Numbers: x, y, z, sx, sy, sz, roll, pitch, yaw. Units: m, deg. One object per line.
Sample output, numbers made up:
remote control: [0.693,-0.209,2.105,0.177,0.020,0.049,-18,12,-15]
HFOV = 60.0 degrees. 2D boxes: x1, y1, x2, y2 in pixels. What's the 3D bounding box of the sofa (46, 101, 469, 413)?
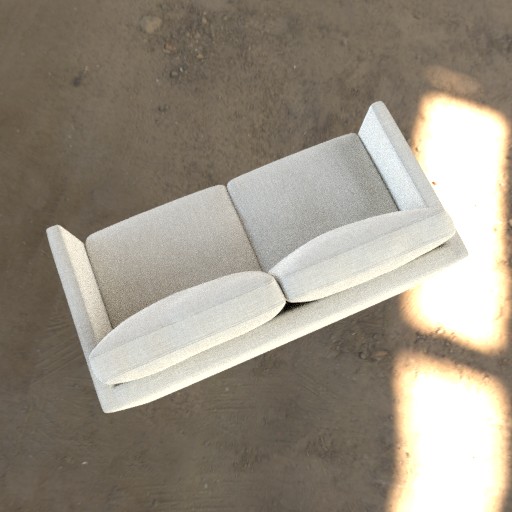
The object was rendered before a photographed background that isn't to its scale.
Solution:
sofa: [0.000,0.000,2.379,1.838,0.963,0.950,-22,76,-6]
